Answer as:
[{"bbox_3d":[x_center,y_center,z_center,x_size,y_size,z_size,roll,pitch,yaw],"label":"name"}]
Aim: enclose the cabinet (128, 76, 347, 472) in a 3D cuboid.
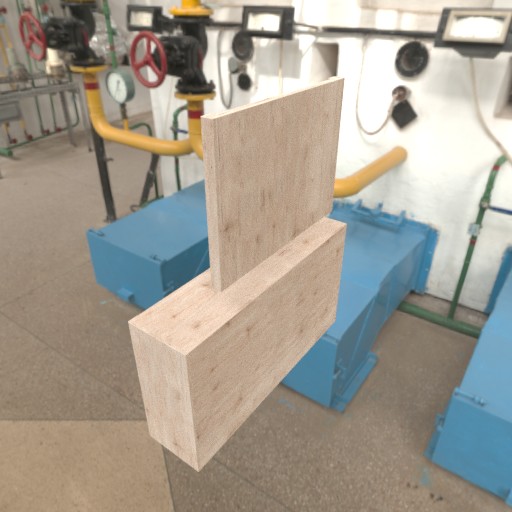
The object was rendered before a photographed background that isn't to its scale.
[{"bbox_3d":[0.000,0.000,2.765,0.420,1.981,1.700,21,37,30],"label":"cabinet"}]
